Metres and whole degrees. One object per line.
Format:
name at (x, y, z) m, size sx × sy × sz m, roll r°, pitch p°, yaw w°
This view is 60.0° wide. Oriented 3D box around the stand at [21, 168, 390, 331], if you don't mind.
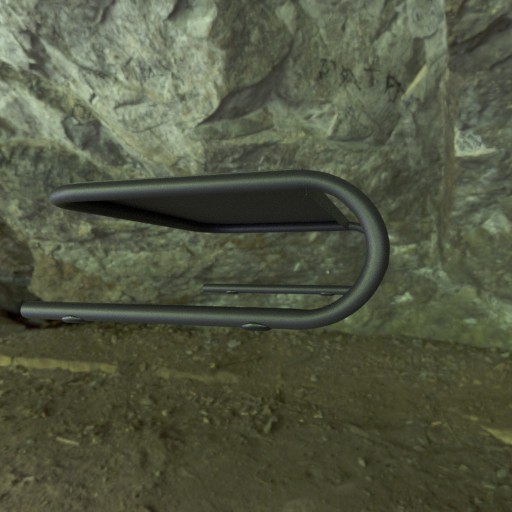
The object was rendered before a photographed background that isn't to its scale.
stand at (0.000, 0.000, 0.485) m, size 0.280 × 0.108 × 0.370 m, roll 0°, pitch -1°, yaw 17°
